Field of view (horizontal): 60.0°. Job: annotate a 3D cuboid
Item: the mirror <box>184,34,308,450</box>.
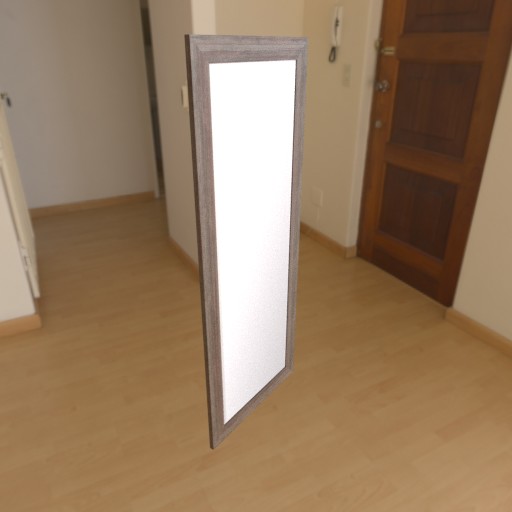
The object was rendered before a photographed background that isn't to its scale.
[{"bbox_3d":[0.000,0.000,2.287,0.025,2.032,0.812,18,31,33],"label":"mirror"}]
